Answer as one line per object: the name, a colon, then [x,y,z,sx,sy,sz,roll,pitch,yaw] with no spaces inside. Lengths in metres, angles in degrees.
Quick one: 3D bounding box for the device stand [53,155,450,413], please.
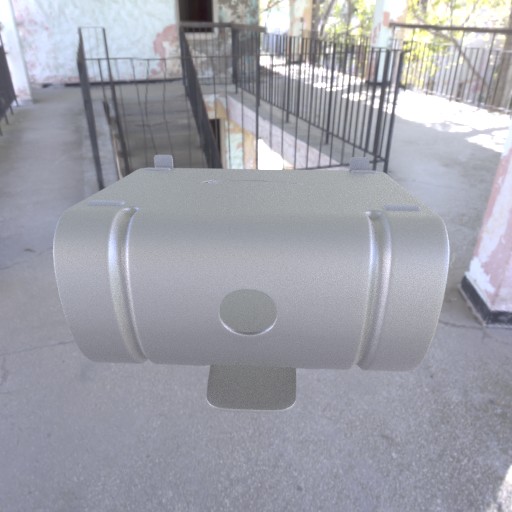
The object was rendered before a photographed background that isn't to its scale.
device stand: [0.000,0.000,0.391,0.256,0.155,0.236,1,29,2]
